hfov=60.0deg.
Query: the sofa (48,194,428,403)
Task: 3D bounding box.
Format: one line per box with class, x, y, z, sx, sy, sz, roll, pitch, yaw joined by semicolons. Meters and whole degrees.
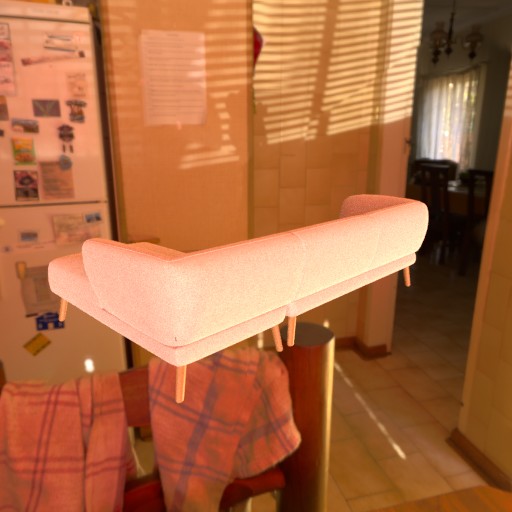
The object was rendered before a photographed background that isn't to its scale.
sofa;0.000;0.000;3.340;1.610;0.730;2.660;15;21;43
